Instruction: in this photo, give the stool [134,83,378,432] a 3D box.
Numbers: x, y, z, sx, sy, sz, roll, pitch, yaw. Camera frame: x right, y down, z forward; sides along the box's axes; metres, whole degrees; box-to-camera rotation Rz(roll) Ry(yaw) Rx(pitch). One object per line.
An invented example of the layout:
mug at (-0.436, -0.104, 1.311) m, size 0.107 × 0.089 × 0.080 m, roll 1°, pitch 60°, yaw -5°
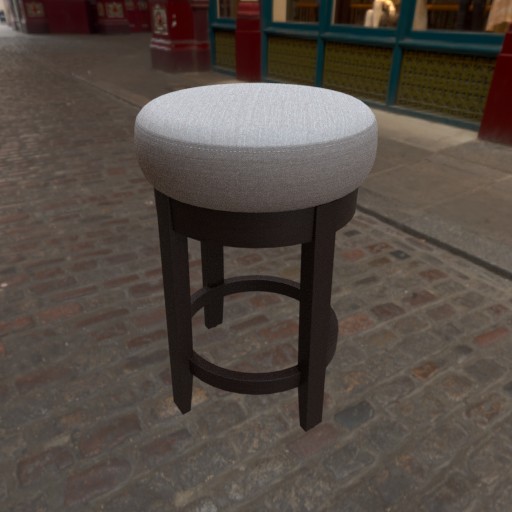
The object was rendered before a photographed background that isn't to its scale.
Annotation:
stool at (0.000, 0.000, 0.963) m, size 0.443 × 0.672 × 0.443 m, roll 0°, pitch 31°, yaw 0°
